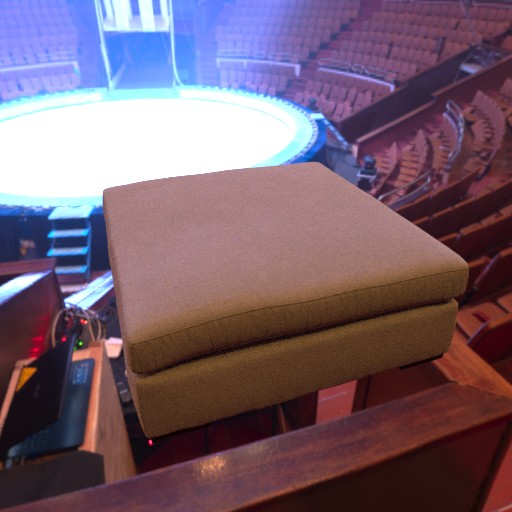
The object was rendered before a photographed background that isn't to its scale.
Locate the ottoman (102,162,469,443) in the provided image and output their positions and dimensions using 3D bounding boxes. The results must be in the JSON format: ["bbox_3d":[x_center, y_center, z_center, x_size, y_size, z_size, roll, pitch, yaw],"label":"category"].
[{"bbox_3d":[0.000,0.000,1.863,1.171,0.517,1.203,-10,32,-17],"label":"ottoman"}]
